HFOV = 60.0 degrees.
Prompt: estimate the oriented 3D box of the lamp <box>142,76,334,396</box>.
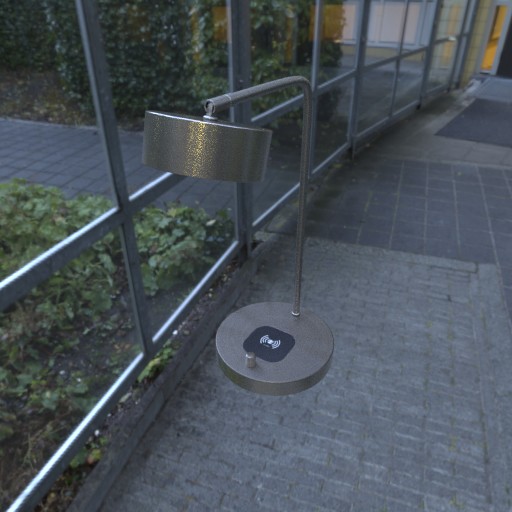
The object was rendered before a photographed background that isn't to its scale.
[{"bbox_3d":[0.000,0.000,0.642,0.211,0.469,0.334,19,36,28],"label":"lamp"}]
